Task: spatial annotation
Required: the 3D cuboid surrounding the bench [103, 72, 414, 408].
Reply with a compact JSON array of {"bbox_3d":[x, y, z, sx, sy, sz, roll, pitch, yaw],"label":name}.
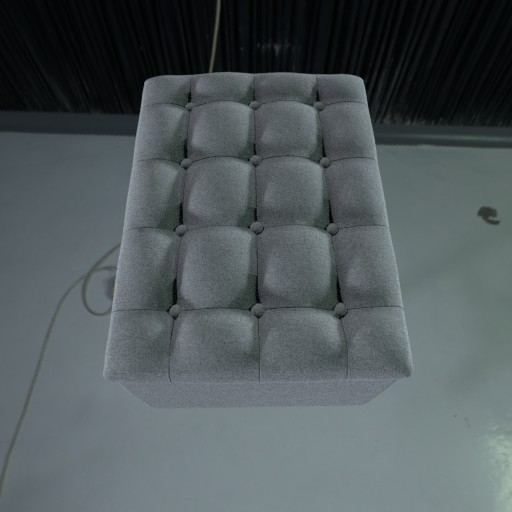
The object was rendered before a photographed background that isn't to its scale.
[{"bbox_3d":[0.000,0.000,0.888,0.417,0.469,0.572,-1,63,0],"label":"bench"}]
